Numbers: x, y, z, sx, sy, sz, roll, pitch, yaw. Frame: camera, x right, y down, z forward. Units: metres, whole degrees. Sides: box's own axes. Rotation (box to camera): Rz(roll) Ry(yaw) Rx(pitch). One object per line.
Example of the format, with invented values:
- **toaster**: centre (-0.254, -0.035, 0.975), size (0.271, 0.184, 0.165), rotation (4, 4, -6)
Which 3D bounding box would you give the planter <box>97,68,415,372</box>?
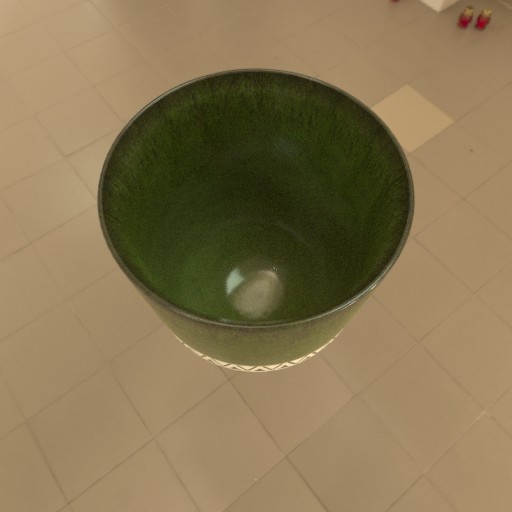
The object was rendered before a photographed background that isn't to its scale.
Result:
- **planter**: centre (0.000, 0.000, 0.465), size (0.245, 0.270, 0.245), rotation (0, 63, 0)
